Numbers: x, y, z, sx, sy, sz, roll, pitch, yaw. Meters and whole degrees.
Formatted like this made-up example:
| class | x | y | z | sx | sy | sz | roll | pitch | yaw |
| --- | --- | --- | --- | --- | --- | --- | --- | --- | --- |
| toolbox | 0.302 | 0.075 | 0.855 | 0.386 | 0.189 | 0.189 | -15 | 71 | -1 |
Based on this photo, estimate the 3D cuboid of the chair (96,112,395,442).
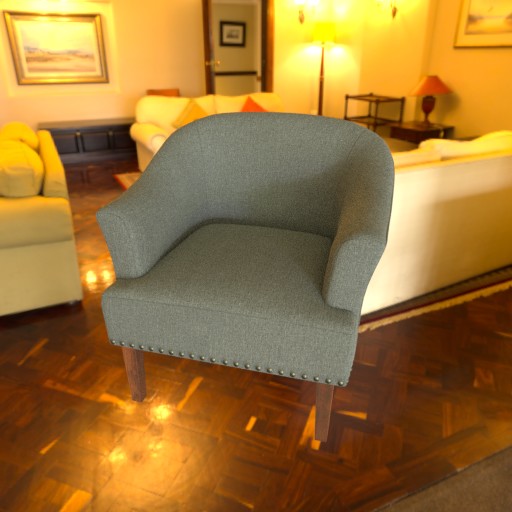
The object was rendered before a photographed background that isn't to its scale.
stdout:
| class | x | y | z | sx | sy | sz | roll | pitch | yaw |
| --- | --- | --- | --- | --- | --- | --- | --- | --- | --- |
| chair | 0.000 | 0.000 | 1.432 | 0.798 | 0.815 | 0.704 | 7 | 25 | 14 |
